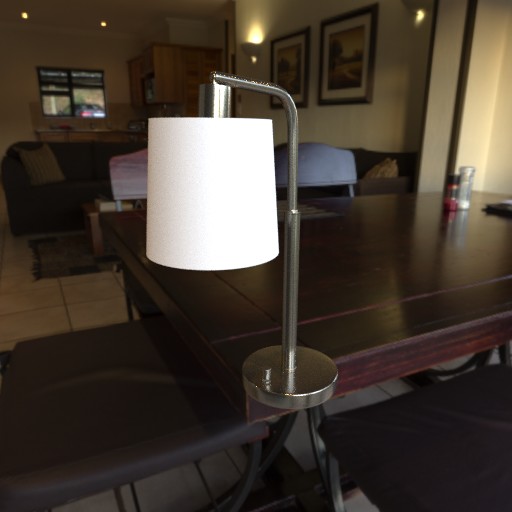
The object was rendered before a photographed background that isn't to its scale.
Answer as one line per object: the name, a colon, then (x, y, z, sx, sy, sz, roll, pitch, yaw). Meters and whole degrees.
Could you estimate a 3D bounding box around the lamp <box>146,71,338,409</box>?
lamp: (0.000, 0.000, 0.645, 0.171, 0.489, 0.333, 15, 22, 42)
